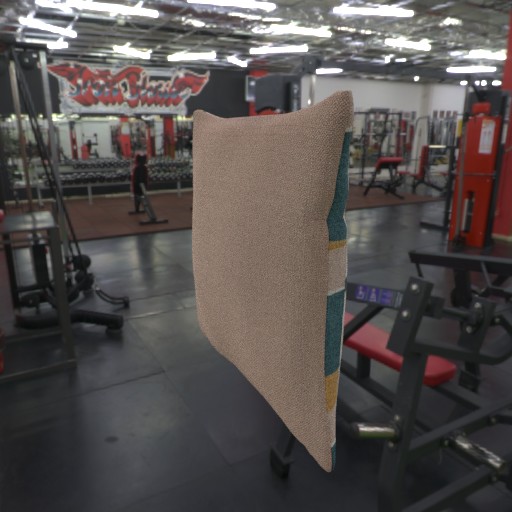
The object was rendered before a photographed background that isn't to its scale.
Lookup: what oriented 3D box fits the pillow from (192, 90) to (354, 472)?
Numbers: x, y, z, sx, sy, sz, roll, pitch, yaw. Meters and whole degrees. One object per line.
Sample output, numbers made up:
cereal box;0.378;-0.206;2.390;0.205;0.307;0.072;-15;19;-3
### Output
pillow;0.000;0.000;0.731;0.158;0.479;0.478;-8;17;-26
